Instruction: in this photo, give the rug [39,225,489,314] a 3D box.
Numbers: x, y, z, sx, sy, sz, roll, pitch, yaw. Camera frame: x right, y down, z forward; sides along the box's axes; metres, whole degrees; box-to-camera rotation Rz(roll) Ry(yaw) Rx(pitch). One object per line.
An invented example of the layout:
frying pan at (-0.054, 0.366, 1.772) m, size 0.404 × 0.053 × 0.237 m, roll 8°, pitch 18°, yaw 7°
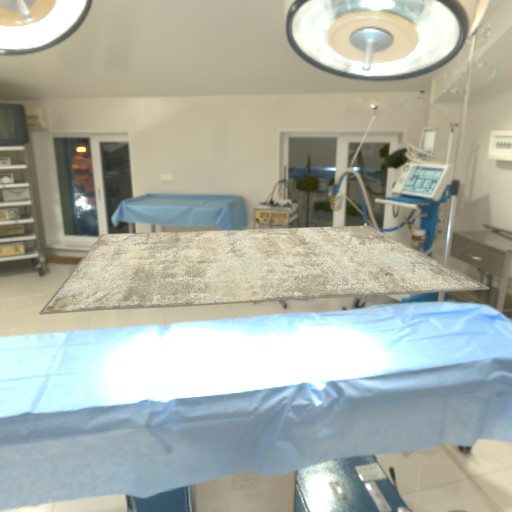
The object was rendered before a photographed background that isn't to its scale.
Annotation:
rug at (0.000, 0.000, 4.335) m, size 3.307 × 0.013 × 2.393 m, roll -2°, pitch 16°, yaw -8°
